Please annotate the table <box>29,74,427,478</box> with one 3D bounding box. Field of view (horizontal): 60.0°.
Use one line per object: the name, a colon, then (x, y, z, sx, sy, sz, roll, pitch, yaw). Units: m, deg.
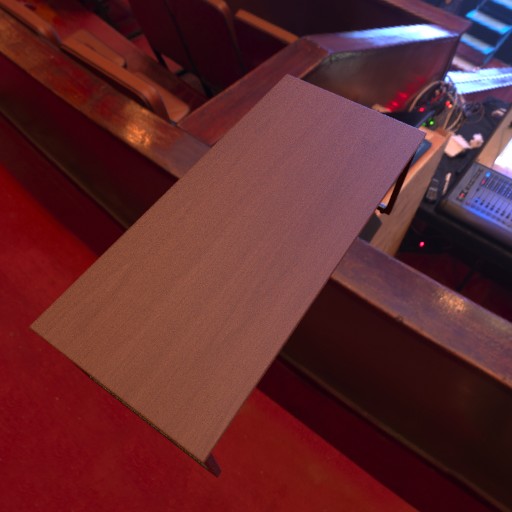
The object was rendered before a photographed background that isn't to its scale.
table: (0.000, 0.000, 1.340, 0.500, 0.400, 1.100, 30, 63, 17)
